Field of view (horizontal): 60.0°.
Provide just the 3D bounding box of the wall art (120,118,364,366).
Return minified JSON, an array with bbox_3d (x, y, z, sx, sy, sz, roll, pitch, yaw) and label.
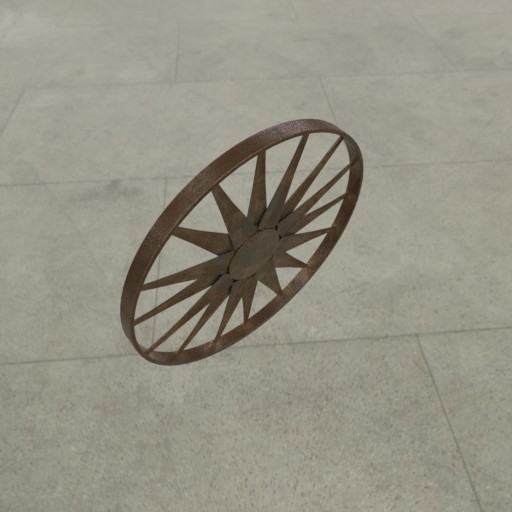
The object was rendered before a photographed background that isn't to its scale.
[{"bbox_3d":[0.000,0.000,0.895,0.582,0.583,0.084,-32,55,-25],"label":"wall art"}]
